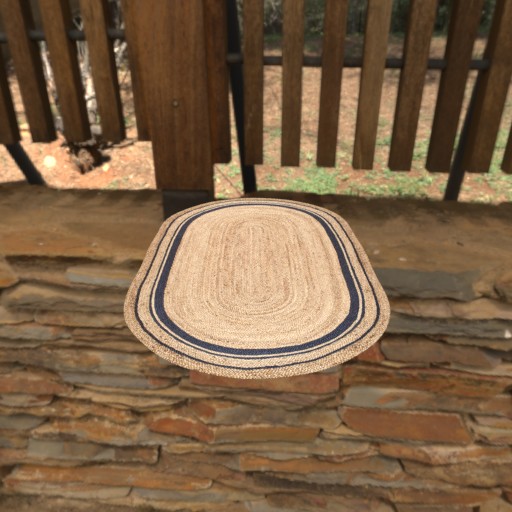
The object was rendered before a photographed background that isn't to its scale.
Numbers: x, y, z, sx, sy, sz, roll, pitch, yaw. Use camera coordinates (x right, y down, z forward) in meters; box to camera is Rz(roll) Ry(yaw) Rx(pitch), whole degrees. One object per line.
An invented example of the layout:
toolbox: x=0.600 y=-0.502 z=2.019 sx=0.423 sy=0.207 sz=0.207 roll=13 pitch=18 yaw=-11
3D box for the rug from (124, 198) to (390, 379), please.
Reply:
rug: x=0.000 y=0.000 z=3.032 sx=1.520 sy=0.006 sz=2.432 roll=0 pitch=26 yaw=0
